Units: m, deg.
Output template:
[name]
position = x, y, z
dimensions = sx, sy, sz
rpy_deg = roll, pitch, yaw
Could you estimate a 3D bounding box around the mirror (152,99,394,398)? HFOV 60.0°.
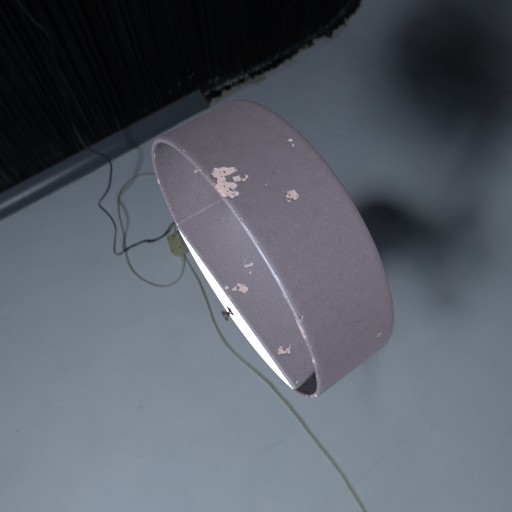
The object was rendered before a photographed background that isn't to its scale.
[mirror]
position = 0.000, 0.000, 0.602
dimensions = 0.126, 0.386, 0.386
rpy_deg = -32, 67, -15
